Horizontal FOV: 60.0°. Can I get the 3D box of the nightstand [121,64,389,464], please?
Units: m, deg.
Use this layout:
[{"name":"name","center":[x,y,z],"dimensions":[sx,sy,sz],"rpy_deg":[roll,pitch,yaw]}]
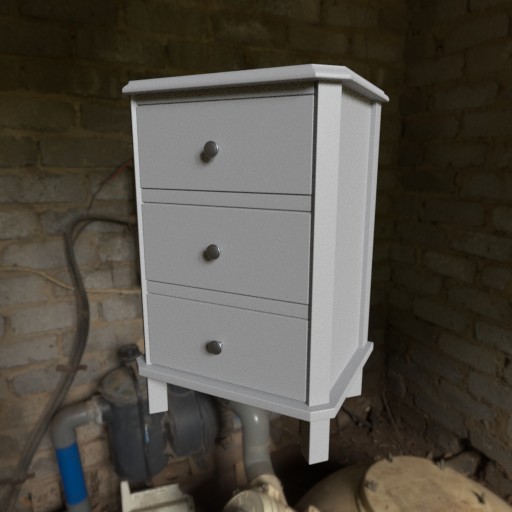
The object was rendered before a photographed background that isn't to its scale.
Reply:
[{"name":"nightstand","center":[0.000,0.000,0.946],"dimensions":[0.450,0.680,0.350],"rpy_deg":[6,14,26]}]
